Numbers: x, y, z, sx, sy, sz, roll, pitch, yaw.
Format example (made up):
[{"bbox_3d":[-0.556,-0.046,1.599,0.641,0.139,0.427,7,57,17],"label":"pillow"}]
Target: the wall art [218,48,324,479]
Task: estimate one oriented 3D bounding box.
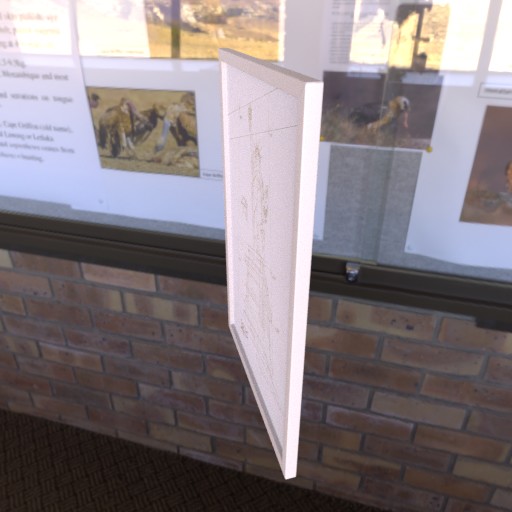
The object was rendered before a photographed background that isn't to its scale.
[{"bbox_3d":[0.000,0.000,1.455,0.038,1.183,0.808,-8,30,-14],"label":"wall art"}]
